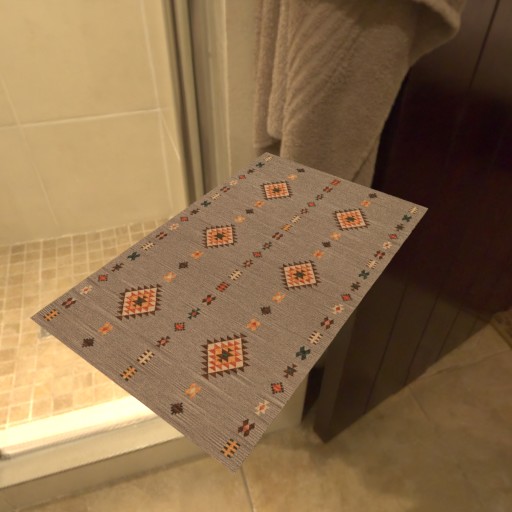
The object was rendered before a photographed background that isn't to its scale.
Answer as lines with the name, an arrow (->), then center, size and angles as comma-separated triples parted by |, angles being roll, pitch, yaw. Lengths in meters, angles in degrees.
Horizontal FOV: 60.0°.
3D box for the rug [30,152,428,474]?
rug -> 0.000, 0.000, 2.997 | 1.515, 0.007, 2.427 | 26, 48, 26
